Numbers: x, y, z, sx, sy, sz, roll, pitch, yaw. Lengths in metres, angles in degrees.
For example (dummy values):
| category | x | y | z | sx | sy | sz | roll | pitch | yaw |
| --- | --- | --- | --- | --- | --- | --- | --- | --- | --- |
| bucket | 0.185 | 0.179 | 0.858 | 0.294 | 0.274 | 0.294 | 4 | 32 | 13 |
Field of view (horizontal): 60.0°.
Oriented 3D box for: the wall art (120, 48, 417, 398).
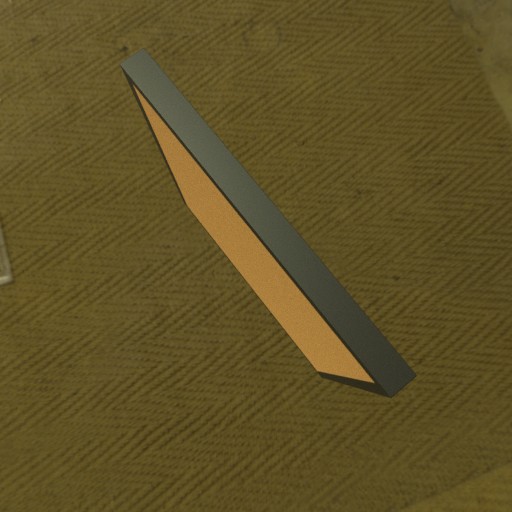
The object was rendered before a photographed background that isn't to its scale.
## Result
| category | x | y | z | sx | sy | sz | roll | pitch | yaw |
| --- | --- | --- | --- | --- | --- | --- | --- | --- | --- |
| wall art | 0.000 | 0.000 | 0.757 | 0.037 | 0.506 | 0.506 | -37 | 80 | -8 |
